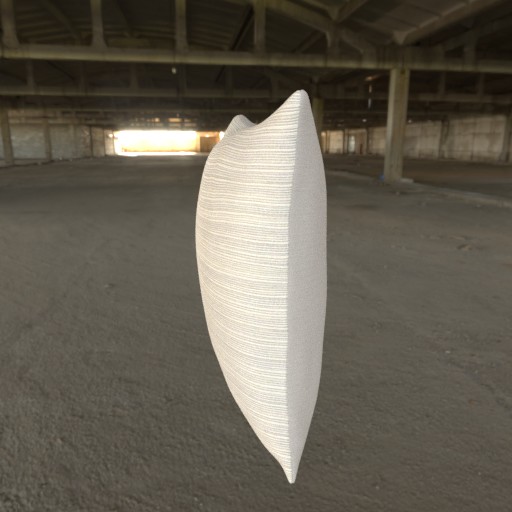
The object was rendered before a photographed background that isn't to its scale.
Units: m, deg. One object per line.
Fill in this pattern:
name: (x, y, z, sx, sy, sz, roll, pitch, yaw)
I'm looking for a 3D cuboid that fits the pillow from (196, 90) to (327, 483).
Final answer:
pillow: (0.000, 0.000, 0.769, 0.204, 0.497, 0.512, -2, 14, -9)
